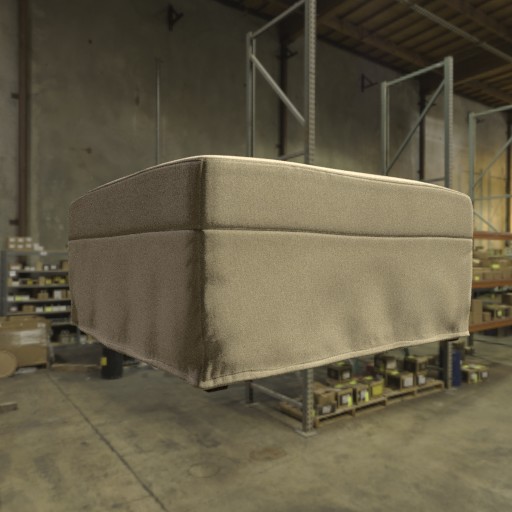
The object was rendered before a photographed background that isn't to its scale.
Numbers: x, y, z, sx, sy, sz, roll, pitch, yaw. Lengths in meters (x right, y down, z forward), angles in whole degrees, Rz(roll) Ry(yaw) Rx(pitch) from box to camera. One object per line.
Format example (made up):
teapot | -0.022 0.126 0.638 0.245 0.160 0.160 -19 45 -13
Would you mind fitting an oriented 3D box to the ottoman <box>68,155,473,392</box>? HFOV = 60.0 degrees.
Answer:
ottoman | 0.000 0.000 1.251 0.842 0.441 0.843 0 0 -36
